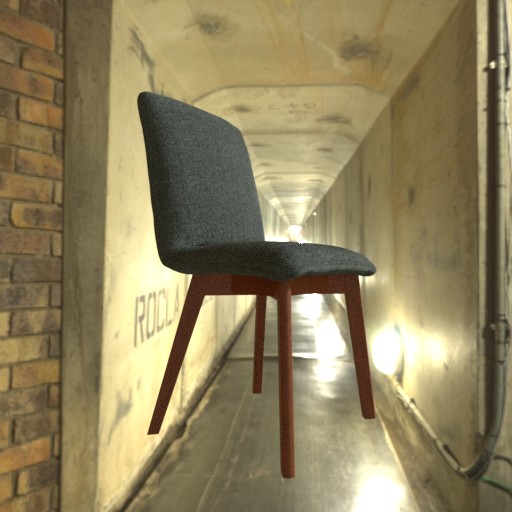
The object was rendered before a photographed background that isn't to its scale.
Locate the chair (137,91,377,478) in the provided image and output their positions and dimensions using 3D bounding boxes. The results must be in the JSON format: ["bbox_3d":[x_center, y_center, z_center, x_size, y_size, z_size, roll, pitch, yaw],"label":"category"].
[{"bbox_3d":[0.000,0.000,1.310,0.563,0.974,0.522,-1,-1,37],"label":"chair"}]
